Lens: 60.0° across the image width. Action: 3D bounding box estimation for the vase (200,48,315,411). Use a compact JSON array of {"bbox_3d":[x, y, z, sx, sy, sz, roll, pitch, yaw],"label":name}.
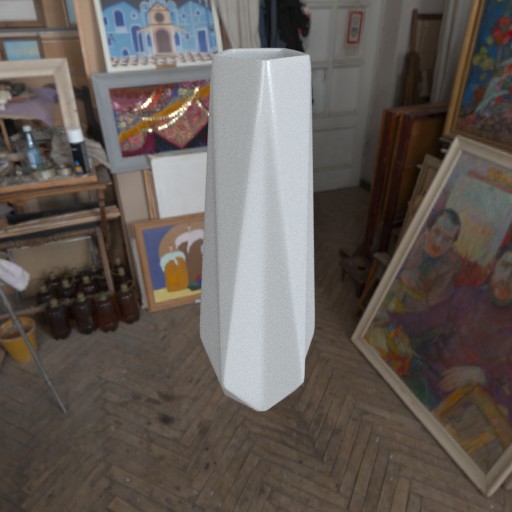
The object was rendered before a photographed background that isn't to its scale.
[{"bbox_3d":[0.000,0.000,0.394,0.122,0.329,0.116,18,36,27],"label":"vase"}]
